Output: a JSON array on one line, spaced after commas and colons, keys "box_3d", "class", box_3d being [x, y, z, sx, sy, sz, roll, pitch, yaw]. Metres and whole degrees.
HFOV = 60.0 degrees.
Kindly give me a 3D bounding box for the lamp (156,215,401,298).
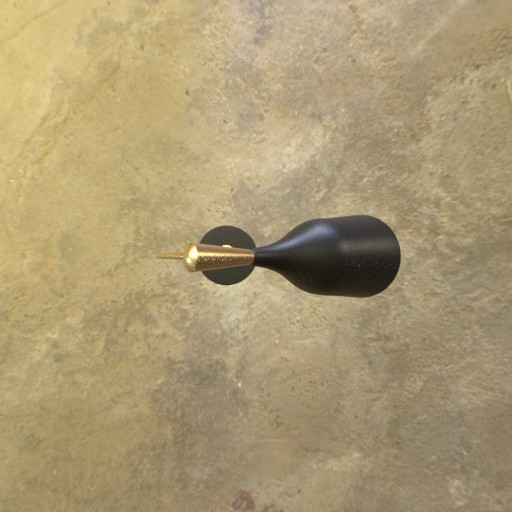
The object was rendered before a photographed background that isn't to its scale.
[{"box_3d": [0.000, 0.000, 0.641, 0.352, 0.464, 0.110, 0, 90, 1], "class": "lamp"}]
